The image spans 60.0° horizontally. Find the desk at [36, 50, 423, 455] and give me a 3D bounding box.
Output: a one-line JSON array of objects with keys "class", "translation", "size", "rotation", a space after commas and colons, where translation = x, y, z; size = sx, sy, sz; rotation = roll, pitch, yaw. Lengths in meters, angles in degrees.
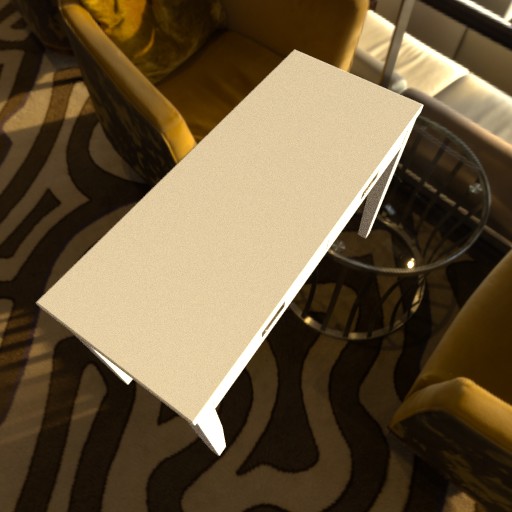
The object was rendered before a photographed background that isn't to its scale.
[{"class": "desk", "translation": [0.000, 0.000, 1.627], "size": [0.508, 0.775, 1.220], "rotation": [31, 65, 16]}]
